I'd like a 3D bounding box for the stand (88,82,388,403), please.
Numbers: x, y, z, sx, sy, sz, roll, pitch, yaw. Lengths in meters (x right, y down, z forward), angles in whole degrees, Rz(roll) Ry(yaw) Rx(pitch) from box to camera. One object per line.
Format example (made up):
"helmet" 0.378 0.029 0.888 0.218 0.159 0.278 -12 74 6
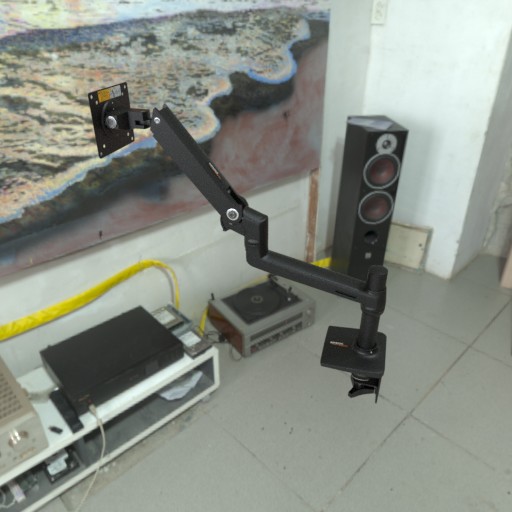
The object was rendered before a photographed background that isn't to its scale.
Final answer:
"stand" 0.000 0.000 1.030 0.650 0.713 0.152 8 31 14
